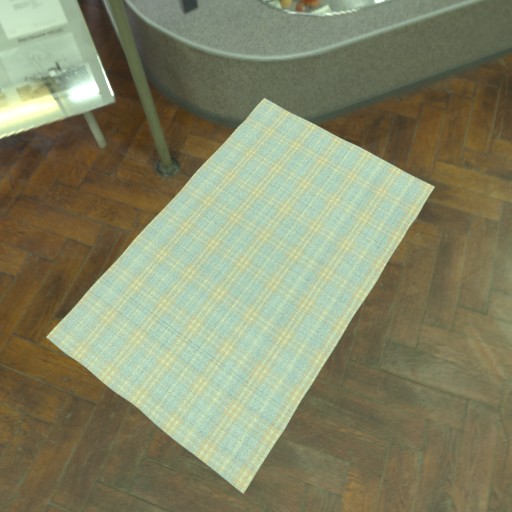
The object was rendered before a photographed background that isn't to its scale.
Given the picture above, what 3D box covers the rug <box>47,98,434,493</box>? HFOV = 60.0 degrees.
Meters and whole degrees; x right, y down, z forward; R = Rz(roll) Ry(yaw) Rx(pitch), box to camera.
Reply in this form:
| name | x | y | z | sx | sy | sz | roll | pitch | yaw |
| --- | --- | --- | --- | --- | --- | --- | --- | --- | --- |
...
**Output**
| name | x | y | z | sx | sy | sz | roll | pitch | yaw |
| --- | --- | --- | --- | --- | --- | --- | --- | --- | --- |
| rug | 0.000 | 0.000 | 3.052 | 1.545 | 0.016 | 2.460 | 32 | 69 | 14 |
